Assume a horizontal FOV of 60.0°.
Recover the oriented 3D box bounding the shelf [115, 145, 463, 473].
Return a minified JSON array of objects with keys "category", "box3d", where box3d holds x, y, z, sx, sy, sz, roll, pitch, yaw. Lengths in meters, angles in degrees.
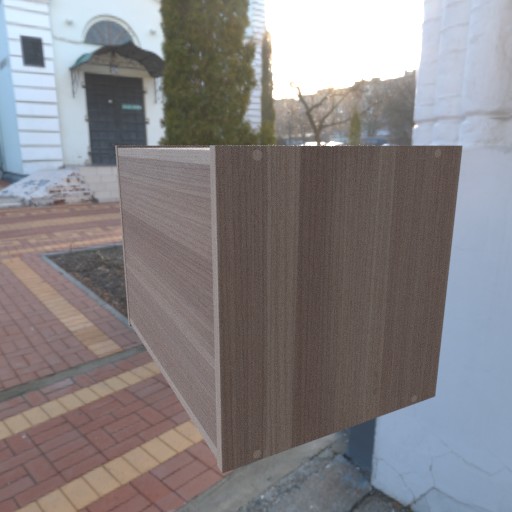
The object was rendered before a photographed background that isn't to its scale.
[{"category":"shelf","box3d":[0.000,0.000,0.631,0.290,0.305,0.415,-7,16,-27]}]
